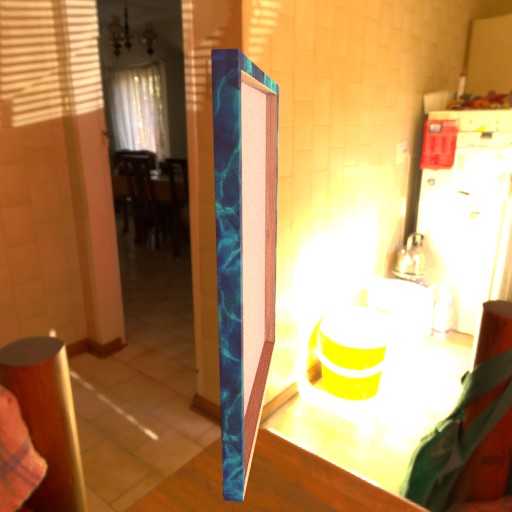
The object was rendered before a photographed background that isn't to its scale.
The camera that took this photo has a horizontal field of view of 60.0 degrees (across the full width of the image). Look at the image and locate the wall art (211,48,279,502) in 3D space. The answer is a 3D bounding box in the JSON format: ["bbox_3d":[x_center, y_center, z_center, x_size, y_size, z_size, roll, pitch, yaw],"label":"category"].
[{"bbox_3d":[0.000,0.000,0.993,0.038,0.760,0.609,2,17,8],"label":"wall art"}]
